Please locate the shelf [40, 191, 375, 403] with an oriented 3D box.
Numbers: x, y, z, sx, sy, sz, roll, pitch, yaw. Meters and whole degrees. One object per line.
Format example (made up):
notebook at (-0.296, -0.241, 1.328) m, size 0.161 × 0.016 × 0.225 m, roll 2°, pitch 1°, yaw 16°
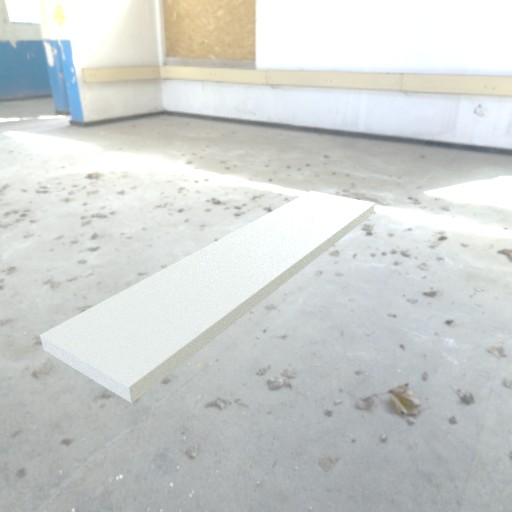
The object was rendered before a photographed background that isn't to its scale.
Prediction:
shelf at (0.000, 0.000, 0.666) m, size 0.140 × 0.020 × 0.610 m, roll 17°, pitch 31°, yaw 31°
